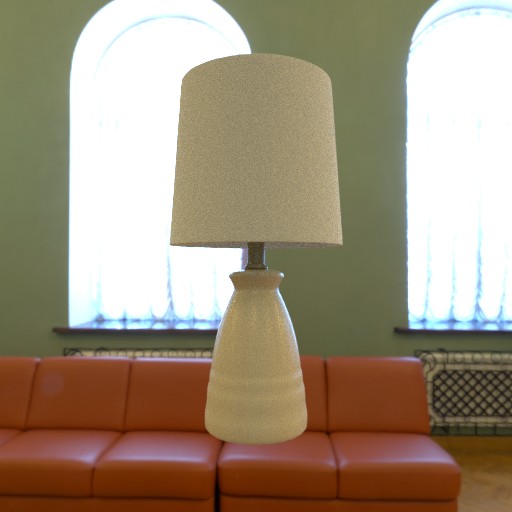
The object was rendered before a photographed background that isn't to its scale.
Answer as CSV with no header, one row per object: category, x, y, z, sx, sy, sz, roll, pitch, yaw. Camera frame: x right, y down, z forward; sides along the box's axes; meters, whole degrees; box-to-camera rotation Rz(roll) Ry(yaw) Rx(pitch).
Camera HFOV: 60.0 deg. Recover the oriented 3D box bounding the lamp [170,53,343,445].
lamp,0.000,0.000,0.485,0.186,0.369,0.186,0,-1,0
